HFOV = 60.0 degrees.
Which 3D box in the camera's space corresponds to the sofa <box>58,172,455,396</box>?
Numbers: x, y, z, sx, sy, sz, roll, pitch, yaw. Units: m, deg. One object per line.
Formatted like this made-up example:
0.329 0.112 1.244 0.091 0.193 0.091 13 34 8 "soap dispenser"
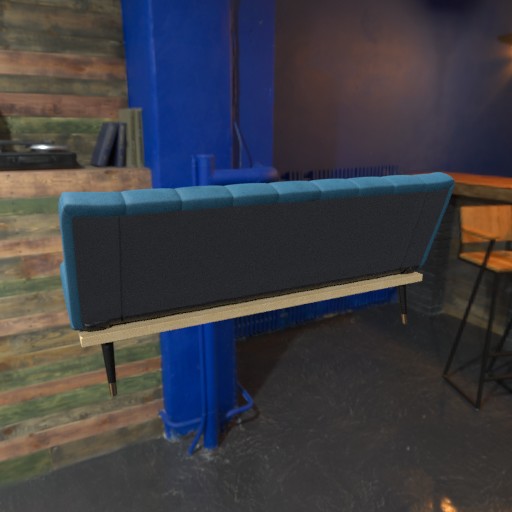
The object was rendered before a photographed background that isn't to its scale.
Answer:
0.000 0.000 2.258 1.810 0.825 0.830 -8 17 -25 "sofa"
